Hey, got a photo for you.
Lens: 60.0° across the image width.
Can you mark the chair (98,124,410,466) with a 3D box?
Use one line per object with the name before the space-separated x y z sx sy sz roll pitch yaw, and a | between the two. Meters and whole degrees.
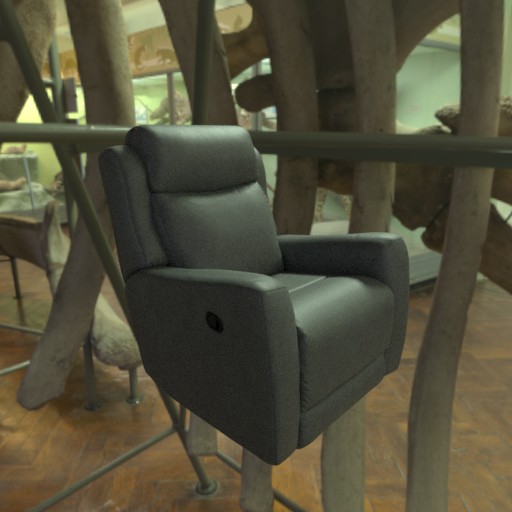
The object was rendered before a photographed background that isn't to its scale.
chair | 0.000 0.000 1.955 1.068 1.116 0.965 15 21 42
